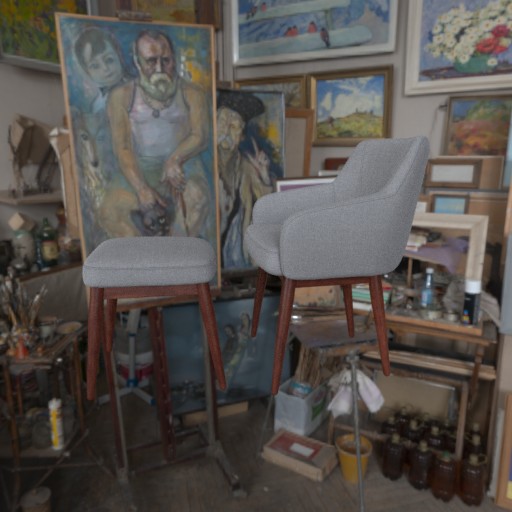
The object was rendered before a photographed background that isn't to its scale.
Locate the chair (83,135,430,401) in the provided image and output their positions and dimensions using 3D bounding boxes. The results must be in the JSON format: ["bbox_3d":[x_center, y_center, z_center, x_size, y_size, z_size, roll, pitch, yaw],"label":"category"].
[{"bbox_3d":[0.000,0.000,1.531,1.107,0.799,0.584,-2,13,-9],"label":"chair"}]
